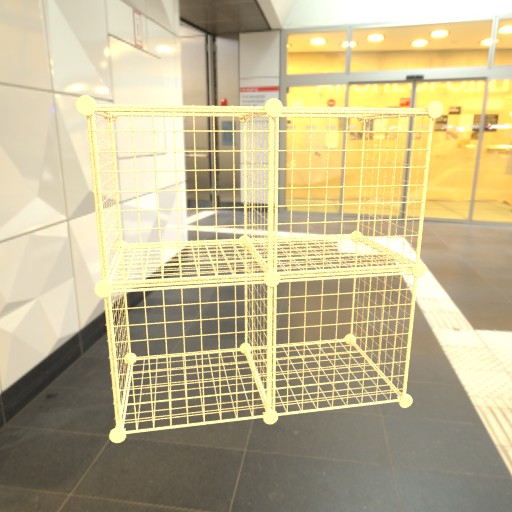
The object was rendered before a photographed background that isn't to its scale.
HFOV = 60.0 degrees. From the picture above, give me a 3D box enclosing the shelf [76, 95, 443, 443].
[{"bbox_3d":[0.000,0.000,1.099,0.711,0.711,0.356,-3,15,-11],"label":"shelf"}]
